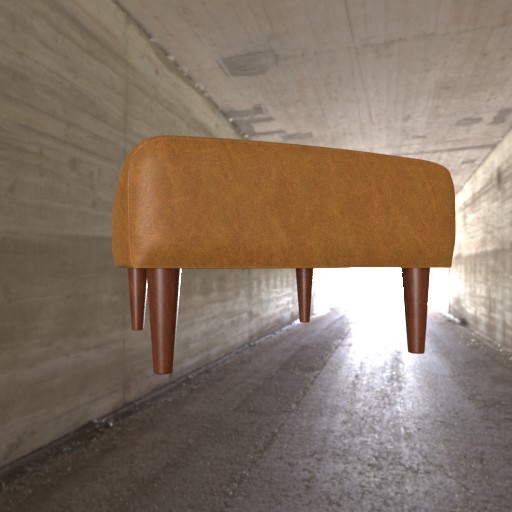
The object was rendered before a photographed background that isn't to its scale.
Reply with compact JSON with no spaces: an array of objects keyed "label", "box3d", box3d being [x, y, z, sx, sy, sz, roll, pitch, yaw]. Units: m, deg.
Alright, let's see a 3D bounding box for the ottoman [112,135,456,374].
[{"label":"ottoman","box3d":[0.000,0.000,1.062,0.650,0.399,0.650,0,-1,-19]}]
